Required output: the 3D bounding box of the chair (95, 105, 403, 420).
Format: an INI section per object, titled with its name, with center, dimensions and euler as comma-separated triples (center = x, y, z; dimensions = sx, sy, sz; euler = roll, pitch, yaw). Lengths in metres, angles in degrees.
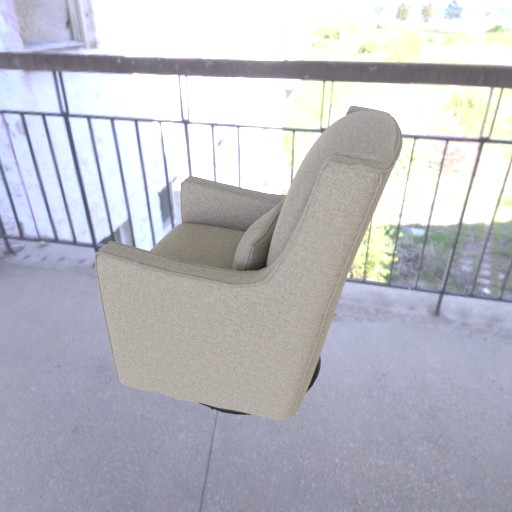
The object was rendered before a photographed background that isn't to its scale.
[chair]
center = 0.000, 0.000, 1.606
dimensions = 0.879, 0.993, 0.732
euler = 8, 31, 13
